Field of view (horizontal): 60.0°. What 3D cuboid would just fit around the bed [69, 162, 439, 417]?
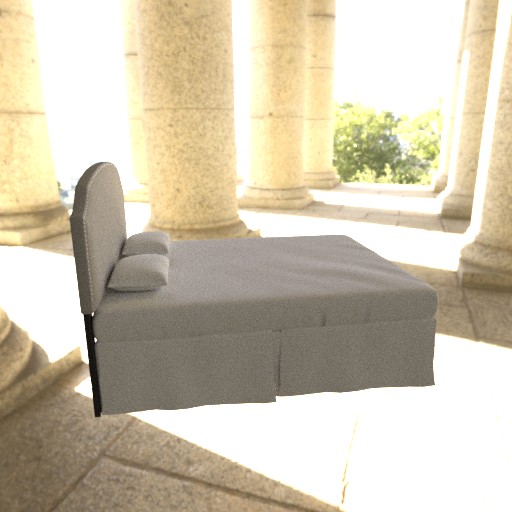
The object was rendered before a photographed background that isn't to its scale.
[{"bbox_3d":[0.000,0.000,3.022,1.999,1.270,1.558,-3,16,-10],"label":"bed"}]
